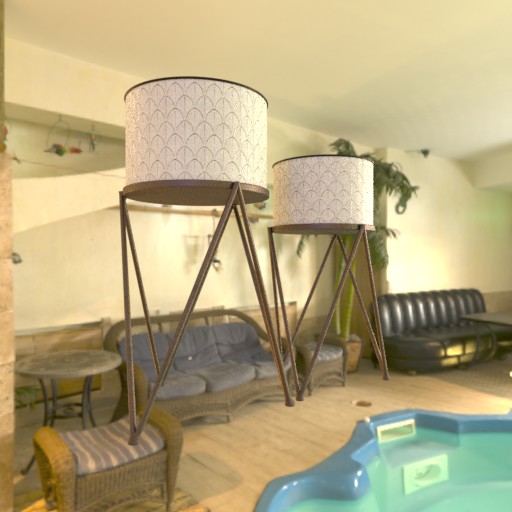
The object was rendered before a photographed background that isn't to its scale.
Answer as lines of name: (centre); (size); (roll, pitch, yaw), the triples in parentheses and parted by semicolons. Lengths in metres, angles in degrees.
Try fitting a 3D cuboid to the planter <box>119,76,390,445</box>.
planter: (0.000, 0.000, 1.165); (0.769, 0.712, 0.413); (0, 0, -34)
